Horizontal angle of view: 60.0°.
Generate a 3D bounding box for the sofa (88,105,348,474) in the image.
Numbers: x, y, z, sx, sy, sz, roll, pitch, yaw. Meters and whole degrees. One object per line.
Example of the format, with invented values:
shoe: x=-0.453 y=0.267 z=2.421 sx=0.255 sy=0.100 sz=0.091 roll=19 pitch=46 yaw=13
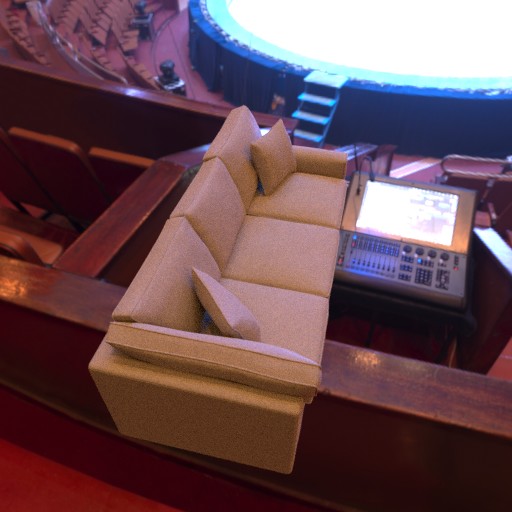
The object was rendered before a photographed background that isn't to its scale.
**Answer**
sofa: x=0.000 y=0.000 z=2.912 sx=1.061 sy=0.962 sz=2.317 roll=10 pitch=46 yaw=10
